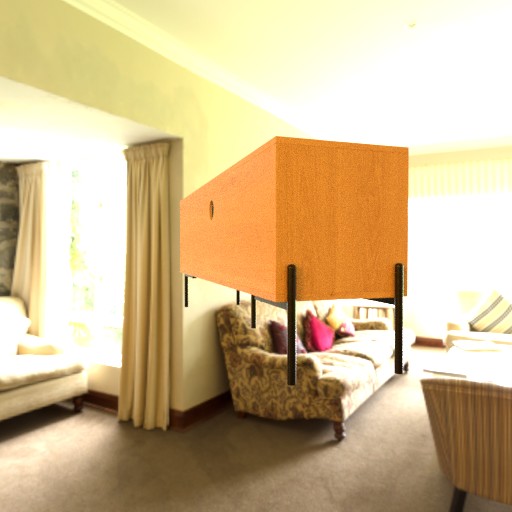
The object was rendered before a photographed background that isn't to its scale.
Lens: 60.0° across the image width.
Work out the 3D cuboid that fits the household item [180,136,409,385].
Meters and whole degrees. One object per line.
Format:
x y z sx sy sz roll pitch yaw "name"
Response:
0.000 0.000 1.846 0.400 0.600 1.550 0 1 -18 "household item"
